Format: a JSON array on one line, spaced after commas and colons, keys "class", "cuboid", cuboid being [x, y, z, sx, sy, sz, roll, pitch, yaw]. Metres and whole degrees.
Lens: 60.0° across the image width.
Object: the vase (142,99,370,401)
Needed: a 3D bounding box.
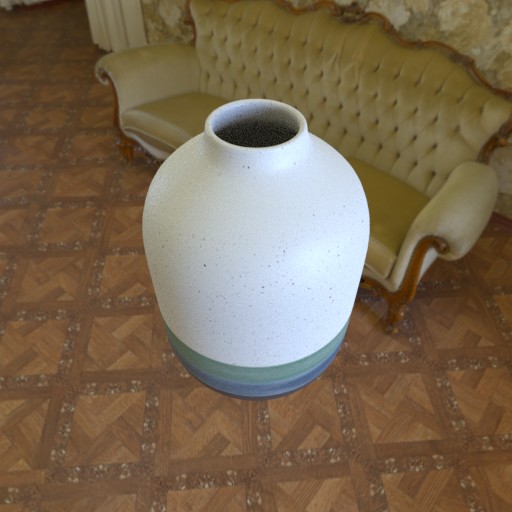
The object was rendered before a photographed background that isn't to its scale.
[{"class": "vase", "cuboid": [0.000, 0.000, 0.362, 0.169, 0.240, 0.169, 0, 46, 0]}]
